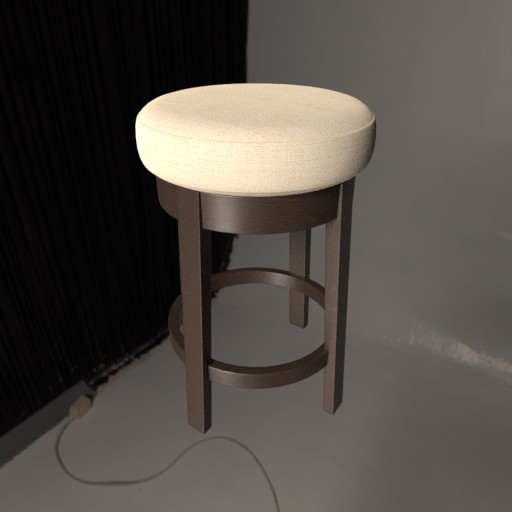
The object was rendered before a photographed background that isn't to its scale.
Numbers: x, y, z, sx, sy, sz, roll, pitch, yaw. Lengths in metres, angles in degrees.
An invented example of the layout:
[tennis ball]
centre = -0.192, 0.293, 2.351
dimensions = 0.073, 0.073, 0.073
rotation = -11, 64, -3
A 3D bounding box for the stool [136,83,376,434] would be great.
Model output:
[stool]
centre = 0.000, 0.000, 0.948
dimensions = 0.449, 0.655, 0.449
rotation = 0, 30, 0
